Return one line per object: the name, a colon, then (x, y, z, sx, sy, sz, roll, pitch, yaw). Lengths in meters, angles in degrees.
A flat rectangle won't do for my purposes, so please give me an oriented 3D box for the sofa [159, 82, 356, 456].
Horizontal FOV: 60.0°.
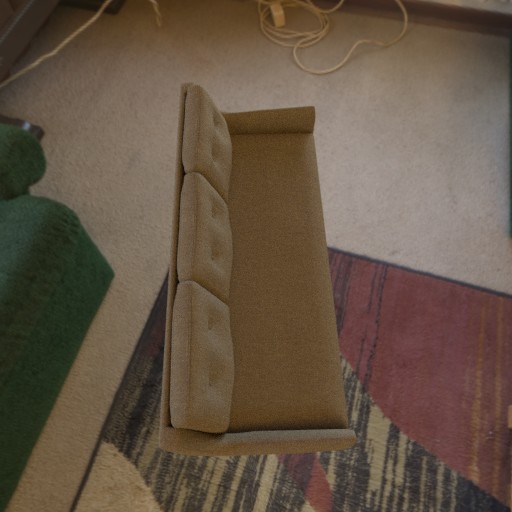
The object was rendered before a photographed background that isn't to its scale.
sofa: (0.000, 0.000, 2.524, 0.849, 0.837, 2.060, -2, 63, -1)
